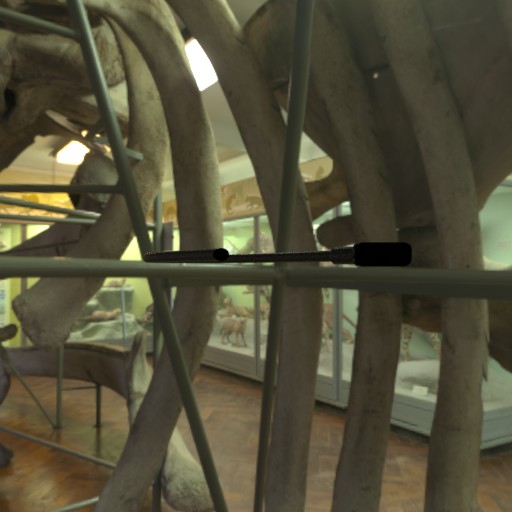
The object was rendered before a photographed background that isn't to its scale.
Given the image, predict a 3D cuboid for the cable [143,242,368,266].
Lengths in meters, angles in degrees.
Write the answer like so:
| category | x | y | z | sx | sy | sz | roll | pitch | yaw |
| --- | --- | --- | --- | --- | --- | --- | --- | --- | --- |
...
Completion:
| category | x | y | z | sx | sy | sz | roll | pitch | yaw |
| --- | --- | --- | --- | --- | --- | --- | --- | --- | --- |
| cable | 0.000 | 0.000 | 0.114 | 0.040 | 0.006 | 0.098 | 1 | -2 | -36 |
